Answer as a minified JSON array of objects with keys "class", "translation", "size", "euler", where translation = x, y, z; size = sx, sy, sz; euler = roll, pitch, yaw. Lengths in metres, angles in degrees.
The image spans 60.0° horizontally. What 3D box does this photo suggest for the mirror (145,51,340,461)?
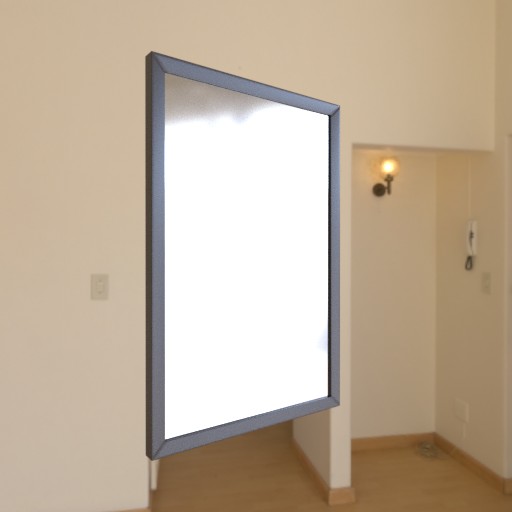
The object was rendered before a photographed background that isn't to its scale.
[{"class":"mirror","translation":[0.000,0.000,1.186],"size":[0.609,0.915,0.040],"euler":[0,0,-37]}]
